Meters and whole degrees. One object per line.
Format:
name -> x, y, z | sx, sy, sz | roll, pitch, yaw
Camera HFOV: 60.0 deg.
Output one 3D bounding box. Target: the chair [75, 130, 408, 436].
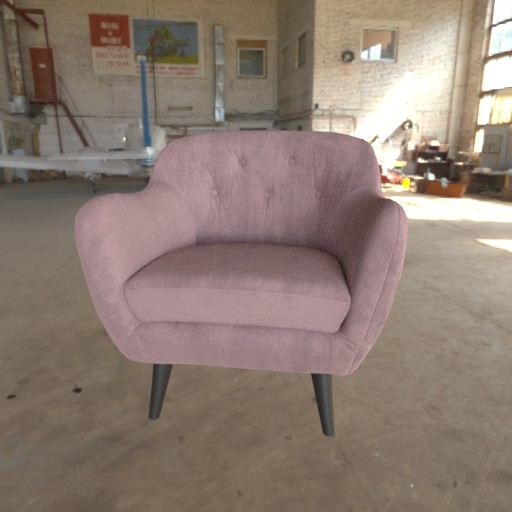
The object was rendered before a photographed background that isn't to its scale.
chair -> 0.000, 0.000, 1.471 | 0.840, 0.820, 0.820 | 2, 15, 8
